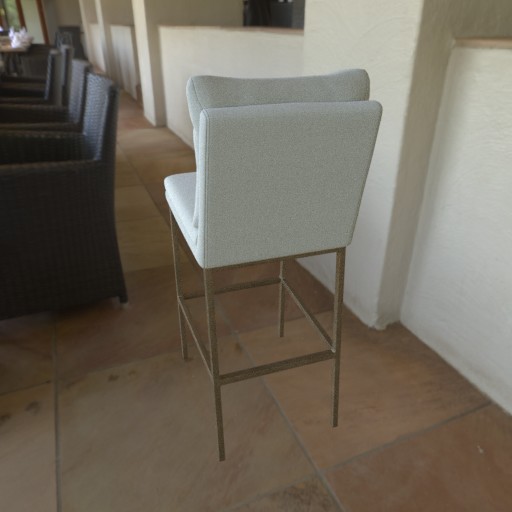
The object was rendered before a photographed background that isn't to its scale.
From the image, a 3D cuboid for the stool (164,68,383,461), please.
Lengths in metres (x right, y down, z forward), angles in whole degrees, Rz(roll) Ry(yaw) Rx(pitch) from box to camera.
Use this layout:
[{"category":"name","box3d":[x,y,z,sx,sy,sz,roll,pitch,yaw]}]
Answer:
[{"category":"stool","box3d":[0.000,0.000,1.417,0.463,1.125,0.572,-9,29,-17]}]
